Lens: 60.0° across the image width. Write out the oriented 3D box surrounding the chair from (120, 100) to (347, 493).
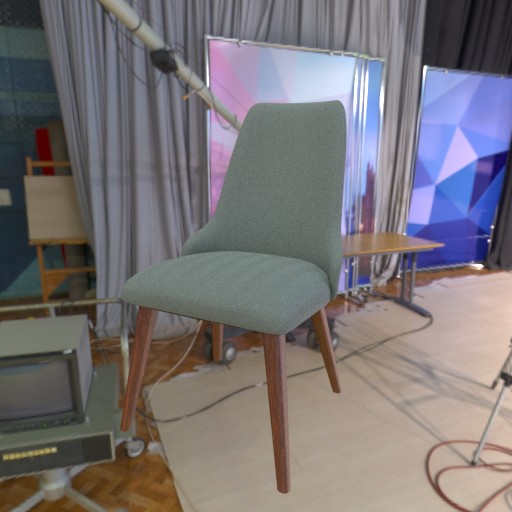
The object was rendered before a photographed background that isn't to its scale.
[{"bbox_3d":[0.000,0.000,1.326,0.535,0.918,0.707,8,17,27],"label":"chair"}]
